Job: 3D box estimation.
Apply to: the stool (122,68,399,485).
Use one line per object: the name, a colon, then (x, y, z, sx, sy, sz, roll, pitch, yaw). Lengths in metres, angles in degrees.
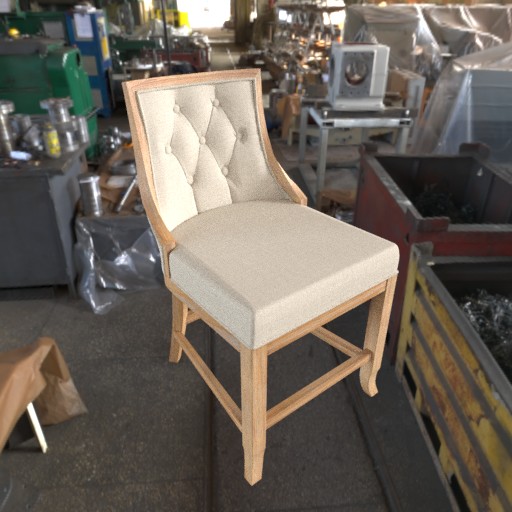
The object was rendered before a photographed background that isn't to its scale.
stool: (0.000, 0.000, 1.293, 0.524, 0.938, 0.626, -21, 36, -33)
